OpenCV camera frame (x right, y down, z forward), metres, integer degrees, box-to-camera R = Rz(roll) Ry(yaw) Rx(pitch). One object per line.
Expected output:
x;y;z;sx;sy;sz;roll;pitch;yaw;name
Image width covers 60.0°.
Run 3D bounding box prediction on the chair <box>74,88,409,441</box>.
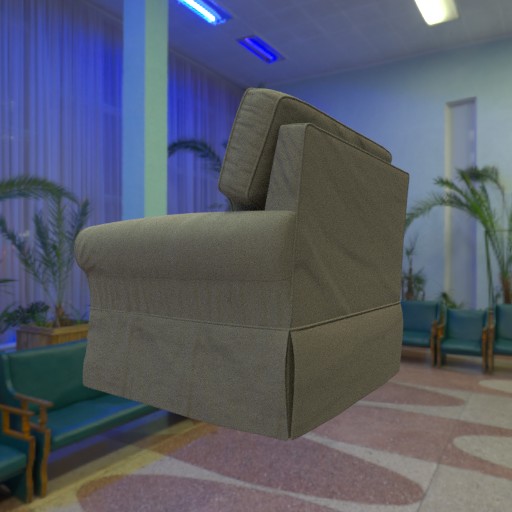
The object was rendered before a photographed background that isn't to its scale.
0.000;0.000;1.837;0.988;1.017;1.135;0;0;36;chair
